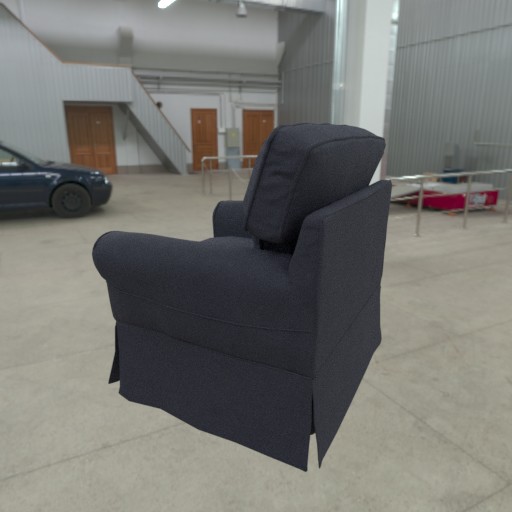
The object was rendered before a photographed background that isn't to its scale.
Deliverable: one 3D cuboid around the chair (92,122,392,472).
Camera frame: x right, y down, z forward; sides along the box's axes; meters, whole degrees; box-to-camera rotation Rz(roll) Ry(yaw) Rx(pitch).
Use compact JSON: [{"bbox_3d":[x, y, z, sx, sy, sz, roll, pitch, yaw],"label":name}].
[{"bbox_3d":[0.000,0.000,1.990,1.002,1.140,1.119,8,18,26],"label":"chair"}]
